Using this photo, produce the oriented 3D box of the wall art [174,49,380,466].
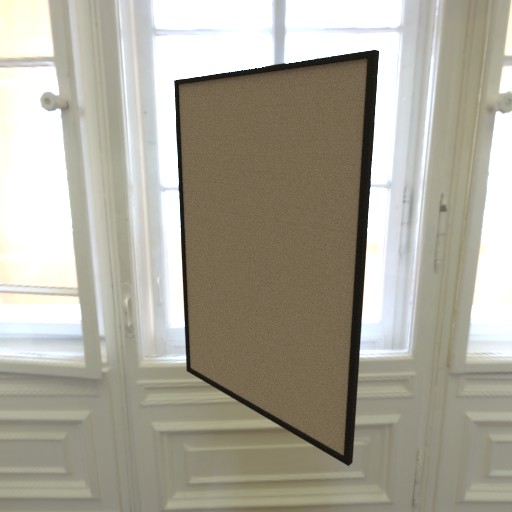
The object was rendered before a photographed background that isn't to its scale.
[{"bbox_3d":[0.000,0.000,0.838,0.460,0.660,0.013,14,20,43],"label":"wall art"}]
